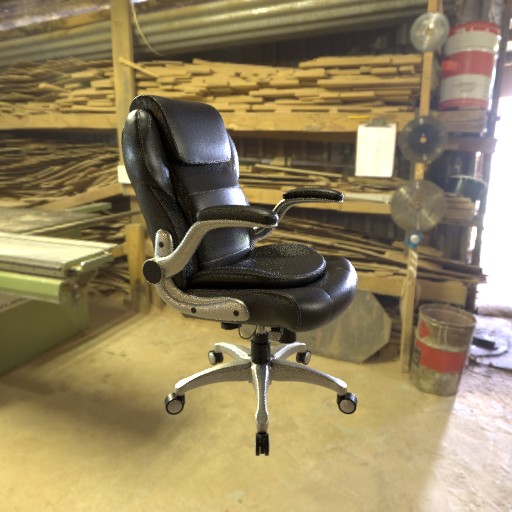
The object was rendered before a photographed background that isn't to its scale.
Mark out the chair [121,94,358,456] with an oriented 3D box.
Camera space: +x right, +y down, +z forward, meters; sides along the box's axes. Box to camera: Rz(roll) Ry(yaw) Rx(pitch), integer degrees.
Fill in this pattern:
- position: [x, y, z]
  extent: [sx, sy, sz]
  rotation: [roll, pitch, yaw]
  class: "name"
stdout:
- position: [0.000, 0.000, 1.658]
  extent: [0.801, 1.141, 0.724]
  rotation: [7, 15, 26]
  class: "chair"
